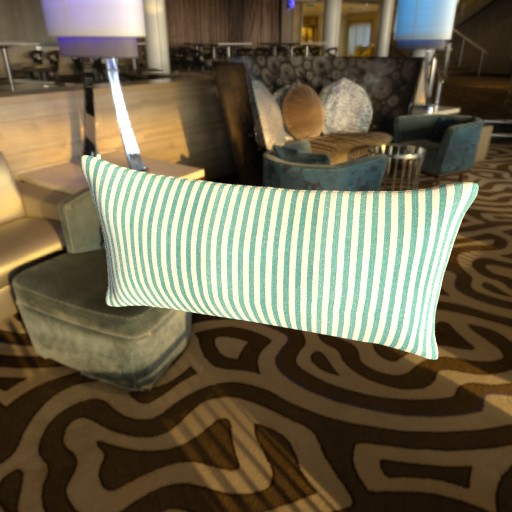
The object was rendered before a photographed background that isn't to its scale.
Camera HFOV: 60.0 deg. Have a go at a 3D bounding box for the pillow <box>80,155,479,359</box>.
[{"bbox_3d":[0.000,0.000,0.728,0.617,0.295,0.151,7,26,15],"label":"pillow"}]
